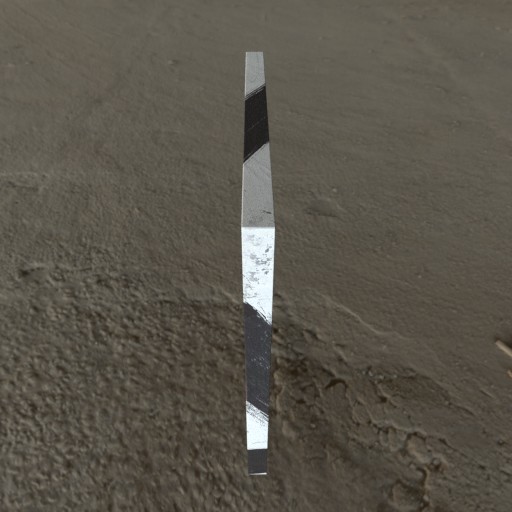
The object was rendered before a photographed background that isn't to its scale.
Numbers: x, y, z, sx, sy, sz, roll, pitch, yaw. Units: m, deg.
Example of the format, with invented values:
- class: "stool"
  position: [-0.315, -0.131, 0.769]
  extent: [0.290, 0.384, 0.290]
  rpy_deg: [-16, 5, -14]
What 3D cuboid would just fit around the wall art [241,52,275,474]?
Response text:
- class: "wall art"
  position: [0.000, 0.000, 1.133]
  extent: [0.046, 0.765, 0.765]
  rpy_deg: [0, 41, 0]
